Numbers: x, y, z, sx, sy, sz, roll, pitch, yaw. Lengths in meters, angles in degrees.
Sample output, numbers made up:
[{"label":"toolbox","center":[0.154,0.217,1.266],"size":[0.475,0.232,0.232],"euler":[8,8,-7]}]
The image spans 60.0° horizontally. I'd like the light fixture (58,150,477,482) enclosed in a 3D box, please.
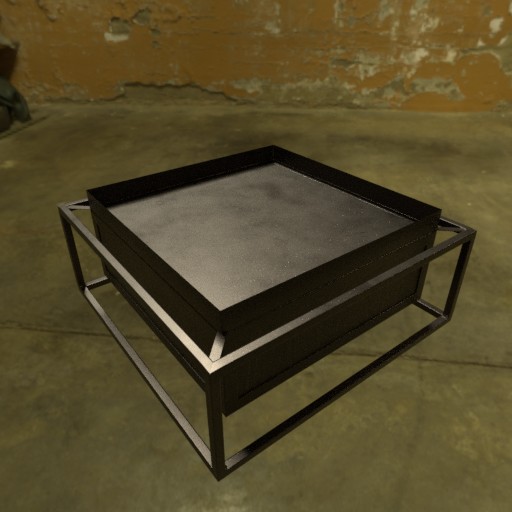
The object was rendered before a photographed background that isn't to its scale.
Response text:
[{"label":"light fixture","center":[0.000,0.000,0.688],"size":[0.441,0.191,0.441],"euler":[-22,38,-31]}]
